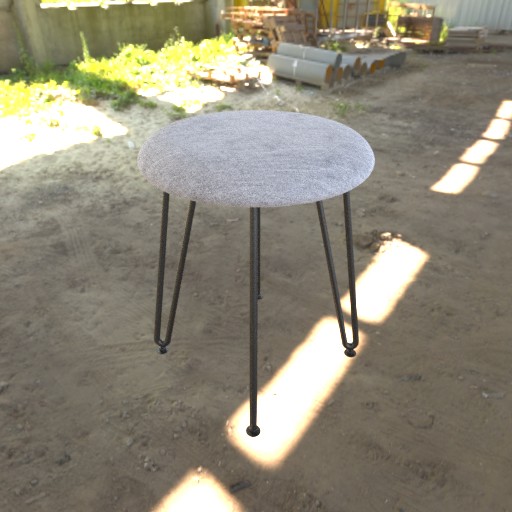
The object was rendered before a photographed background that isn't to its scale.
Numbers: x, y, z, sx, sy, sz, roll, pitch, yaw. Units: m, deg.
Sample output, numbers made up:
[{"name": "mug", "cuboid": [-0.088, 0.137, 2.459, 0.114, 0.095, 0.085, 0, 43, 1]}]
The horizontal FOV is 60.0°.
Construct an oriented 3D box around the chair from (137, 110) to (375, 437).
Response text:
[{"name": "chair", "cuboid": [0.000, 0.000, 0.673, 0.350, 0.386, 0.350, 1, 31, 1]}]
